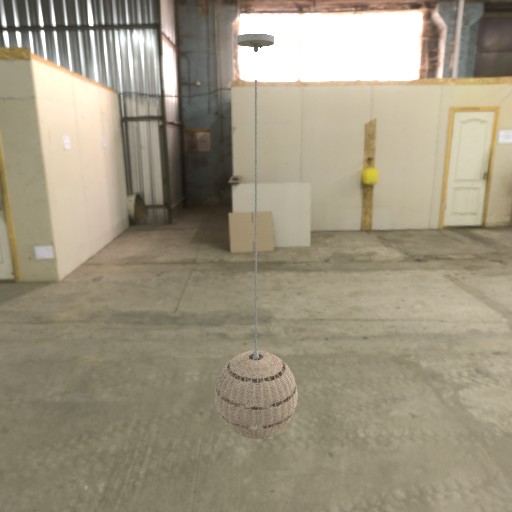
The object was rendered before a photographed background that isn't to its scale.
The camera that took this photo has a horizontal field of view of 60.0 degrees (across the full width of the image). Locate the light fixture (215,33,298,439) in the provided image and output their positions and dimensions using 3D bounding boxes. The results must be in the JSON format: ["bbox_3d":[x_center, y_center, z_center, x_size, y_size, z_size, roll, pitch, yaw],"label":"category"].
[{"bbox_3d":[0.000,0.000,2.235,0.457,2.019,0.457,7,17,26],"label":"light fixture"}]
